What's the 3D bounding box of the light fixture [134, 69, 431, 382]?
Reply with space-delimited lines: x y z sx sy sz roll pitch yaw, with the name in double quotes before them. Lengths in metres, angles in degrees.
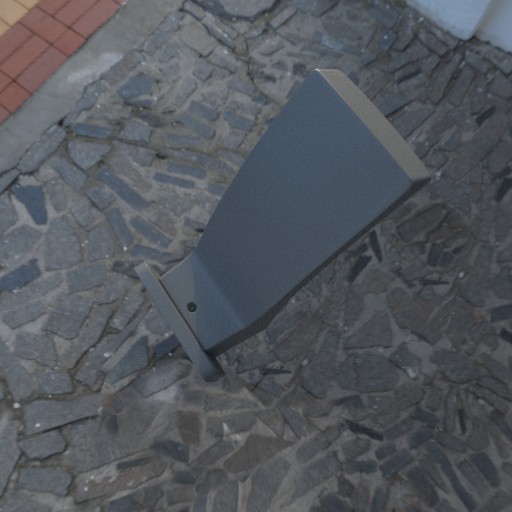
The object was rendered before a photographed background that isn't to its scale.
"light fixture" 0.000 0.000 0.330 0.174 0.243 0.108 -34 77 -9
